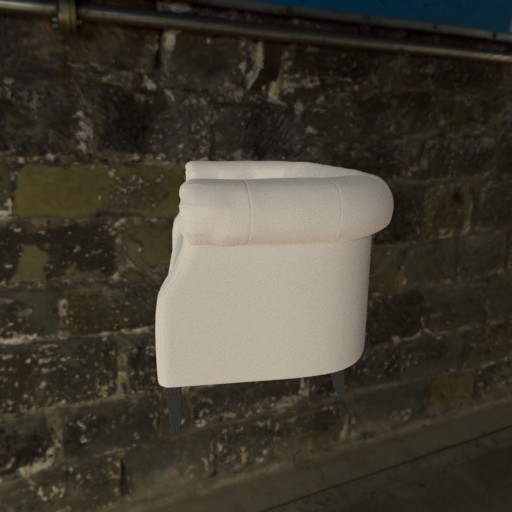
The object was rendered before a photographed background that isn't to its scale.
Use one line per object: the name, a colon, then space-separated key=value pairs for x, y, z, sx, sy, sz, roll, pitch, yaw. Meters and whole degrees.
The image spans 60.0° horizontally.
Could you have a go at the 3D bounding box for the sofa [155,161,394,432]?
sofa: x=0.000 y=0.000 z=2.068 sx=0.835 sy=0.827 sz=1.558 roll=-2 pitch=14 yaw=-8
